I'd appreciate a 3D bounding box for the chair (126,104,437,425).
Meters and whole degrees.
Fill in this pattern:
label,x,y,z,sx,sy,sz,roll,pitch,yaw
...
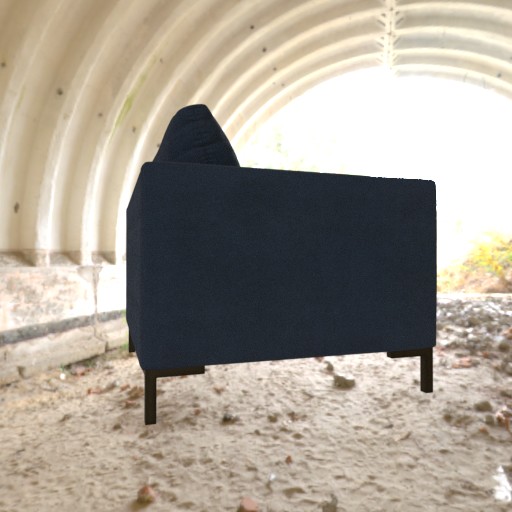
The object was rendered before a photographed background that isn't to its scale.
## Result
label,x,y,z,sx,sy,sz,roll,pitch,yaw
chair,0.000,0.000,1.610,0.875,0.812,0.964,0,-1,-18
